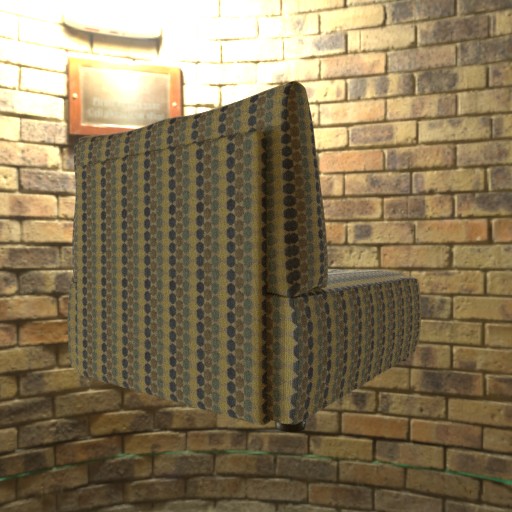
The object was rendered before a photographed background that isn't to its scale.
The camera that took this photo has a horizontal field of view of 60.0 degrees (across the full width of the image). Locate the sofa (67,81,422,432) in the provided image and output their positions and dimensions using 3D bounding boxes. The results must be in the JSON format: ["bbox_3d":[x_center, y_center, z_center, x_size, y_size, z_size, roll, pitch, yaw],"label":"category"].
[{"bbox_3d":[0.000,0.000,1.654,0.930,0.830,1.000,0,0,36],"label":"sofa"}]
